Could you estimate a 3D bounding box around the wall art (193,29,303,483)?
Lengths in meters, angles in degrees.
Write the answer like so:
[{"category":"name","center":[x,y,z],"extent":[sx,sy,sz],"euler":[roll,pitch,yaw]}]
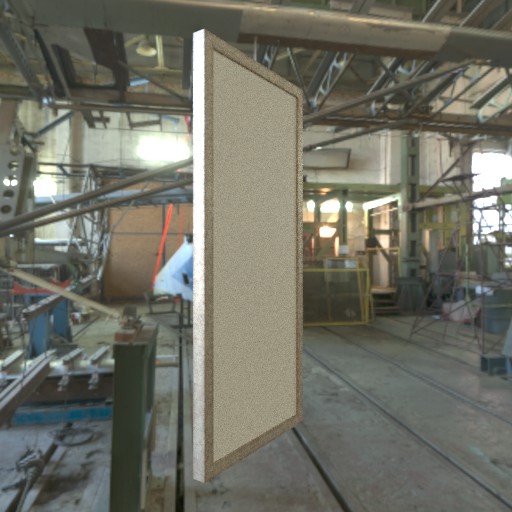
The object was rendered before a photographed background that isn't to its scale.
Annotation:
[{"category":"wall art","center":[0.000,0.000,1.703],"extent":[0.051,1.461,0.648],"euler":[0,0,35]}]
